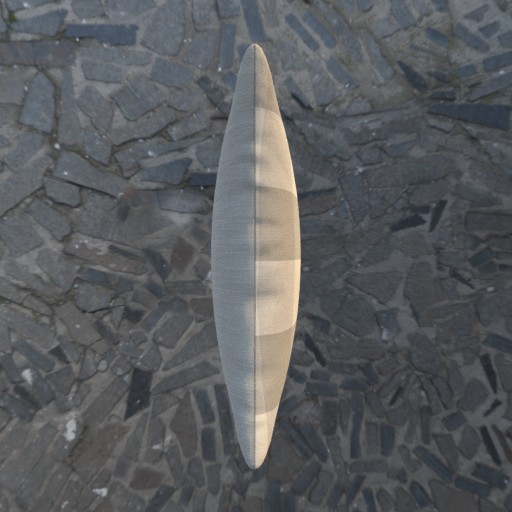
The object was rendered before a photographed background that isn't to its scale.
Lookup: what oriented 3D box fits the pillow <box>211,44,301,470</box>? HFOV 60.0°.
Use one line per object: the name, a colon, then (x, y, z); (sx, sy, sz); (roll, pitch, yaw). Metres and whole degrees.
pillow: (0.000, 0.000, 0.781); (0.161, 0.509, 0.511); (0, 90, 0)
